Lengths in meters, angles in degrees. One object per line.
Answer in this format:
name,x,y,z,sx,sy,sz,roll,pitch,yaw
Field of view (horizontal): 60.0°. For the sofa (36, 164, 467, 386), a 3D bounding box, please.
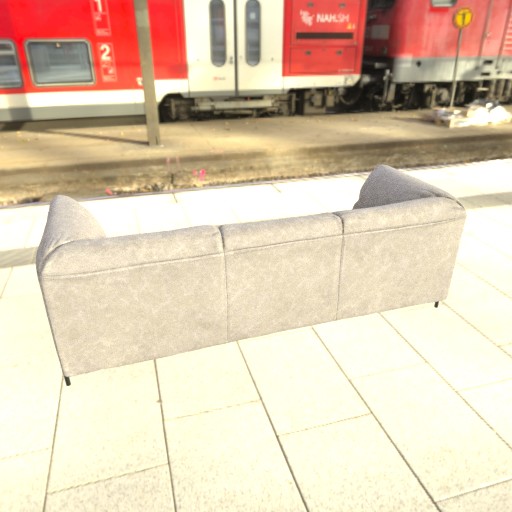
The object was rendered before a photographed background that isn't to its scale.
sofa,0.000,0.000,2.634,2.238,0.758,0.899,-9,28,-17
